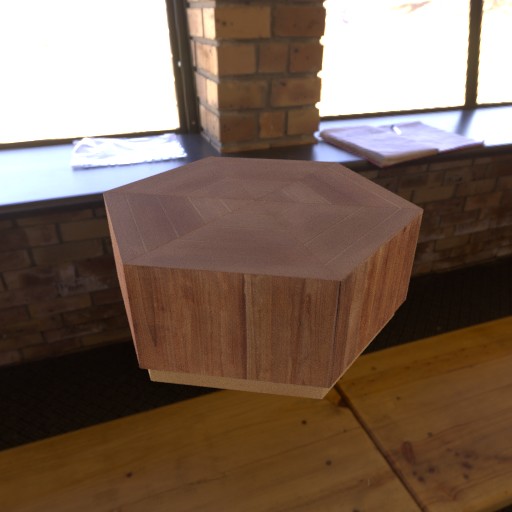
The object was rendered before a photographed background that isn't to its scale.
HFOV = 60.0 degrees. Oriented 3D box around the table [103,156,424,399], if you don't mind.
[{"bbox_3d":[0.000,0.000,1.693,1.000,0.456,1.154,21,35,33],"label":"table"}]
